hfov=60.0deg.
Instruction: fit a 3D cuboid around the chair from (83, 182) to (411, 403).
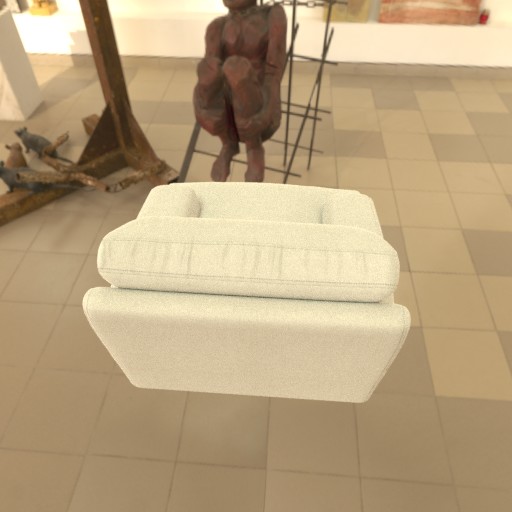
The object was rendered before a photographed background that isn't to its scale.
[{"bbox_3d":[0.000,0.000,2.015,1.140,0.930,1.158,3,47,3],"label":"chair"}]
